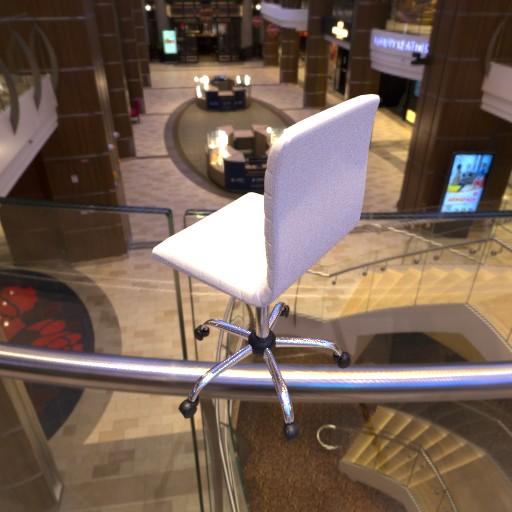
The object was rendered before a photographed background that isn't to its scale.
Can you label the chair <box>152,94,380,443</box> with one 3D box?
[{"bbox_3d":[0.000,0.000,1.081,0.455,0.750,0.520,21,38,29],"label":"chair"}]
